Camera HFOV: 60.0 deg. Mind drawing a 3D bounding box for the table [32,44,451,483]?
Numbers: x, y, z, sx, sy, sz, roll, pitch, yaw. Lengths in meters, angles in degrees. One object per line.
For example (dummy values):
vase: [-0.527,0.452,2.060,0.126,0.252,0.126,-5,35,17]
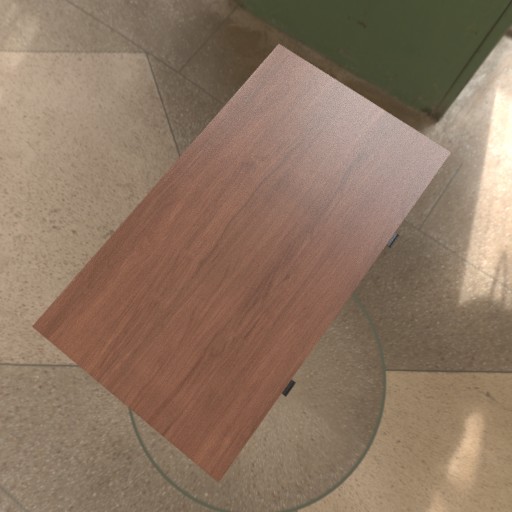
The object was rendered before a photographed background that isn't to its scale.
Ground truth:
table: [0.000,0.000,1.322,0.600,0.380,1.020,36,78,9]
